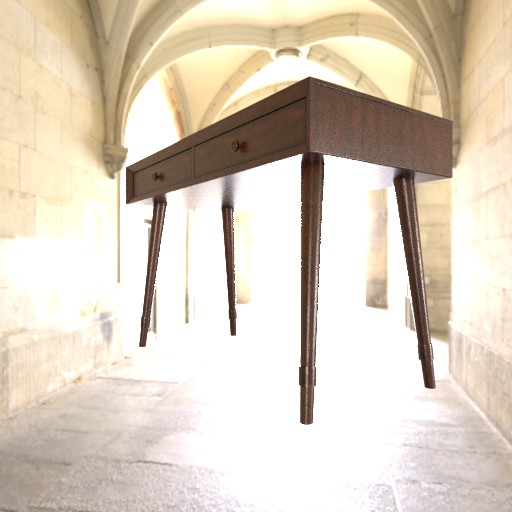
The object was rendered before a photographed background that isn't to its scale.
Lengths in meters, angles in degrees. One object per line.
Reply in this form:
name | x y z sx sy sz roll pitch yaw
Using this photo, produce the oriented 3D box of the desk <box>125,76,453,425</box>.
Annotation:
desk | 0.000 0.000 2.126 0.734 1.031 1.577 0 0 -35
